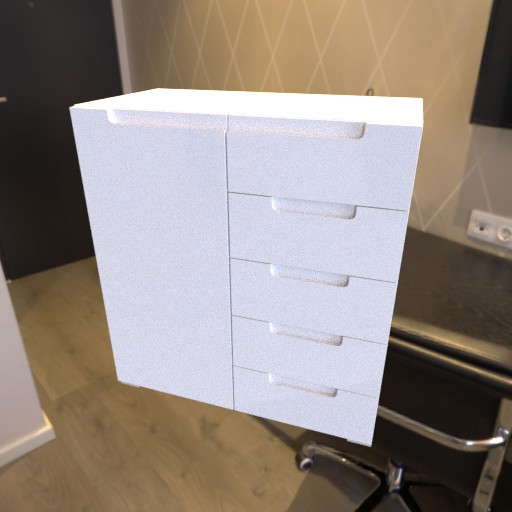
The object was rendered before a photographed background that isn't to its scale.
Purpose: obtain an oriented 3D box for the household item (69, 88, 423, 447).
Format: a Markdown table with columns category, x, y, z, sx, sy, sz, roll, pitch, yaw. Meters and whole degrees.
| category | x | y | z | sx | sy | sz | roll | pitch | yaw |
| --- | --- | --- | --- | --- | --- | --- | --- | --- | --- |
| household item | 0.000 | 0.000 | 1.315 | 0.800 | 0.870 | 0.420 | 8 | 27 | 16 |
